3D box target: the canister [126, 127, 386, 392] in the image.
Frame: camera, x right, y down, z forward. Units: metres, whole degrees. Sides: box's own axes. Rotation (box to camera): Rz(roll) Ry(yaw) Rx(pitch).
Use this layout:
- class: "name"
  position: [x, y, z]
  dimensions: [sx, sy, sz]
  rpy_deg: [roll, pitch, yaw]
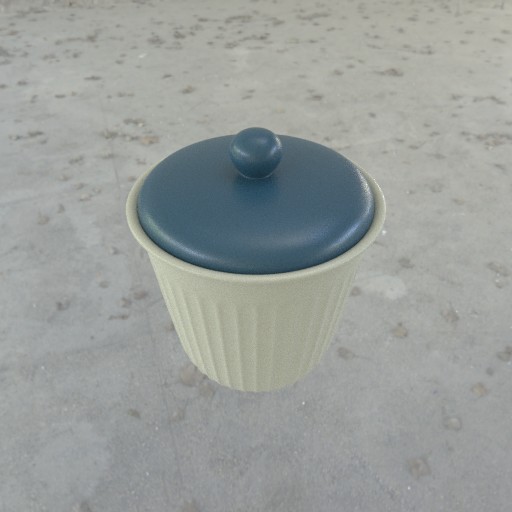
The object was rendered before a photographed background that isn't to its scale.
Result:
- class: "canister"
  position: [0.000, 0.000, 0.353]
  dimensions: [0.181, 0.211, 0.181]
  rpy_deg: [0, 40, 0]
